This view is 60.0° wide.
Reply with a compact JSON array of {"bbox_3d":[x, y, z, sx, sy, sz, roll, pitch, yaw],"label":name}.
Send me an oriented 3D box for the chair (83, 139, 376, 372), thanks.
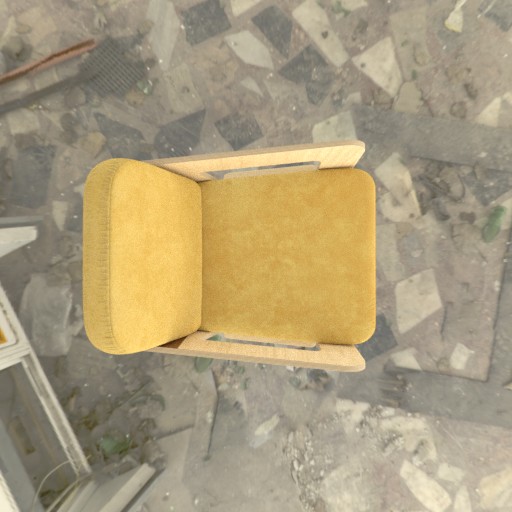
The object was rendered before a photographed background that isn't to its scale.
[{"bbox_3d":[0.000,0.000,1.305,0.710,0.800,0.590,0,90,2],"label":"chair"}]
